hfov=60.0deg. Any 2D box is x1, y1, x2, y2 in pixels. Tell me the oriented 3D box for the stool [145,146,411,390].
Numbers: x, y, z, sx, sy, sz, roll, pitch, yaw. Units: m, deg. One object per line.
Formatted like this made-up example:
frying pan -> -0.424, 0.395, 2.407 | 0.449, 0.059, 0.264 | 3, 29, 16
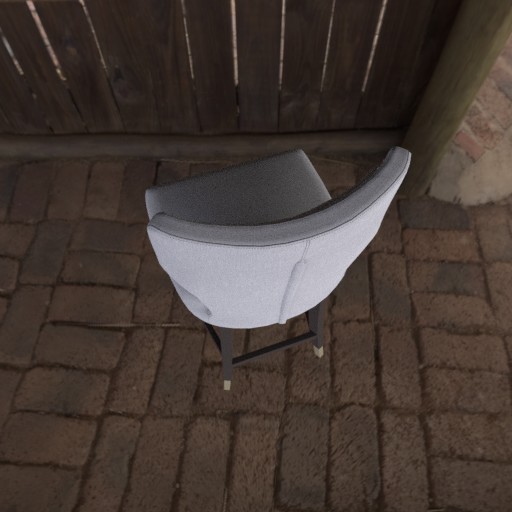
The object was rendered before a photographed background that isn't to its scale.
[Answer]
stool -> 0.000, 0.000, 1.302 | 0.527, 0.982, 0.563 | -17, 60, -10
